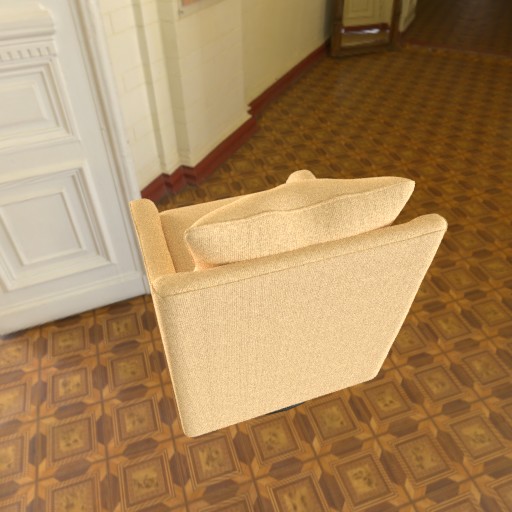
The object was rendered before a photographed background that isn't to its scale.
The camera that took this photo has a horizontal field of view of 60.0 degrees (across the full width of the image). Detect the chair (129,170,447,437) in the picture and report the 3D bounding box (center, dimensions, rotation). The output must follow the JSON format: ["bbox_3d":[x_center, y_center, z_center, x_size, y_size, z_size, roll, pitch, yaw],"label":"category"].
[{"bbox_3d":[0.000,0.000,1.552,0.760,0.927,0.876,-13,43,-14],"label":"chair"}]
